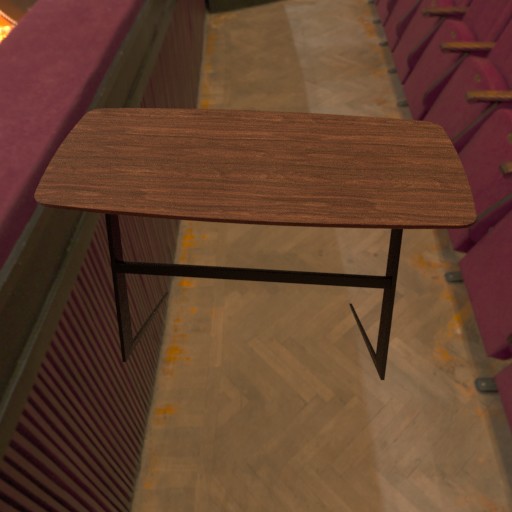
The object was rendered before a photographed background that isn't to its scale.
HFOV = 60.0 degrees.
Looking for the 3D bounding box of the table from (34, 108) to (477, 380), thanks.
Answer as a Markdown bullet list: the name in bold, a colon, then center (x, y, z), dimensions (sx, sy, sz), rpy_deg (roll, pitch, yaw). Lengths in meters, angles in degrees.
- **table**: center (0.000, 0.000, 1.089), dimensions (0.804, 0.576, 0.361), rpy_deg (3, 48, 3)
